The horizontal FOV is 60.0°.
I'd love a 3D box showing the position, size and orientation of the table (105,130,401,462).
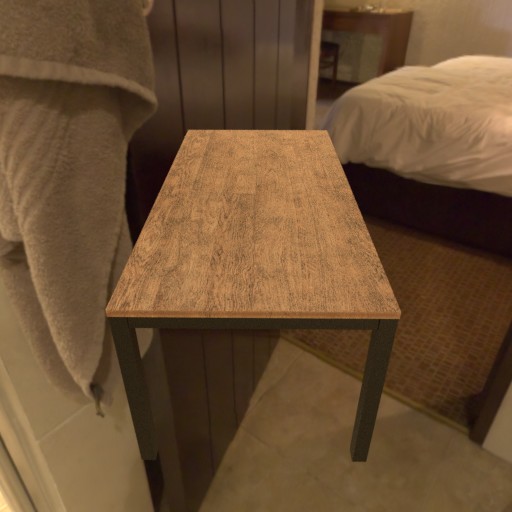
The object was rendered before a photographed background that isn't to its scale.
[{"bbox_3d":[0.000,0.000,2.303,0.893,0.767,1.805,0,33,1],"label":"table"}]
